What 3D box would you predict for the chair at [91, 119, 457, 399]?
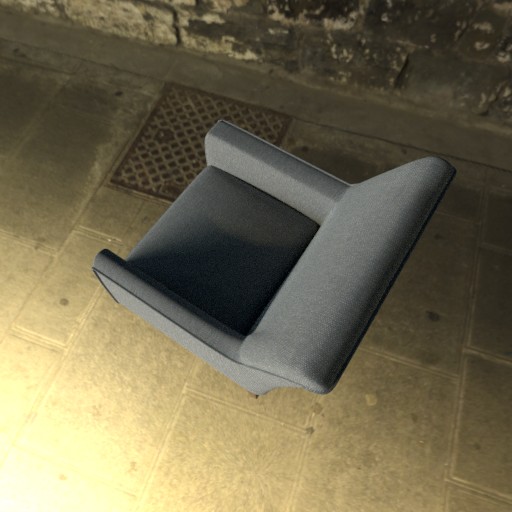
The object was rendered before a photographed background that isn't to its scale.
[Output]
[{"bbox_3d":[0.000,0.000,1.629,0.899,0.919,0.780,31,68,14],"label":"chair"}]
